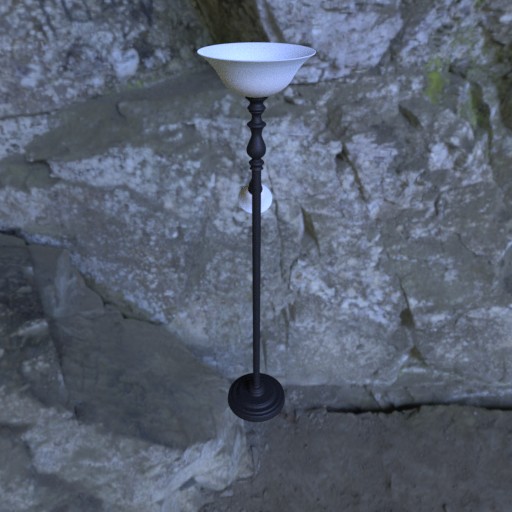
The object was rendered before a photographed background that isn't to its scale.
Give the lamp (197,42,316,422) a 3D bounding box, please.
[{"bbox_3d":[0.000,0.000,2.082,0.405,1.793,0.588,-1,33,-1],"label":"lamp"}]
